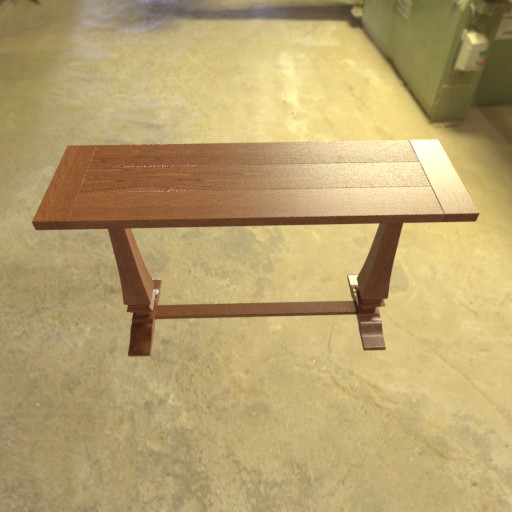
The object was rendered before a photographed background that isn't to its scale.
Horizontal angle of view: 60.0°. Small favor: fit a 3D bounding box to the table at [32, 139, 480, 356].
[{"bbox_3d":[0.000,0.000,1.926,1.478,0.852,0.461,-1,47,-1],"label":"table"}]
